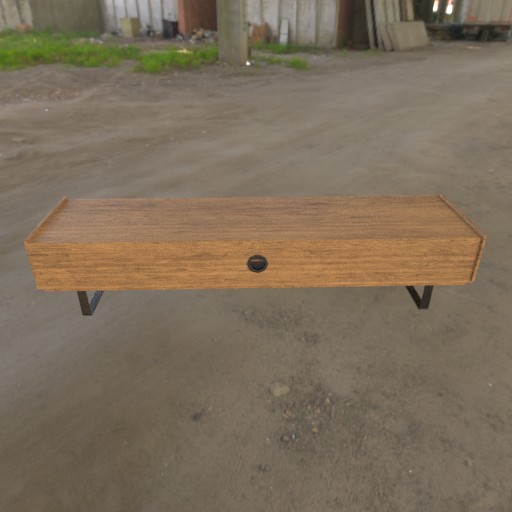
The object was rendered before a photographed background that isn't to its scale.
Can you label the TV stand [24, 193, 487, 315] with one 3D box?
[{"bbox_3d":[0.000,0.000,2.016,1.796,0.415,0.467,-1,30,-1],"label":"TV stand"}]
